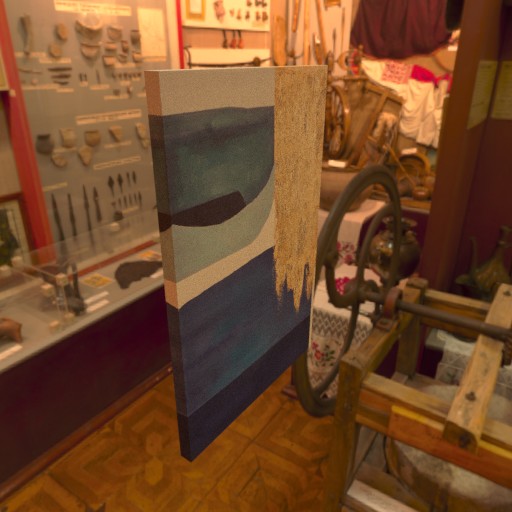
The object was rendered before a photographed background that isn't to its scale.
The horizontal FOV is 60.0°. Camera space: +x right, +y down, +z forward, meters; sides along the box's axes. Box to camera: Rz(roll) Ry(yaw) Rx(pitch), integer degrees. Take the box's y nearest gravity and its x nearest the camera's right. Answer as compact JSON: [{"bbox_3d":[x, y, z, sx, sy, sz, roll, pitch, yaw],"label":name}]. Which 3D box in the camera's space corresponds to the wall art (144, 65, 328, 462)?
[{"bbox_3d":[0.000,0.000,1.163,0.039,0.911,0.607,16,29,32],"label":"wall art"}]
